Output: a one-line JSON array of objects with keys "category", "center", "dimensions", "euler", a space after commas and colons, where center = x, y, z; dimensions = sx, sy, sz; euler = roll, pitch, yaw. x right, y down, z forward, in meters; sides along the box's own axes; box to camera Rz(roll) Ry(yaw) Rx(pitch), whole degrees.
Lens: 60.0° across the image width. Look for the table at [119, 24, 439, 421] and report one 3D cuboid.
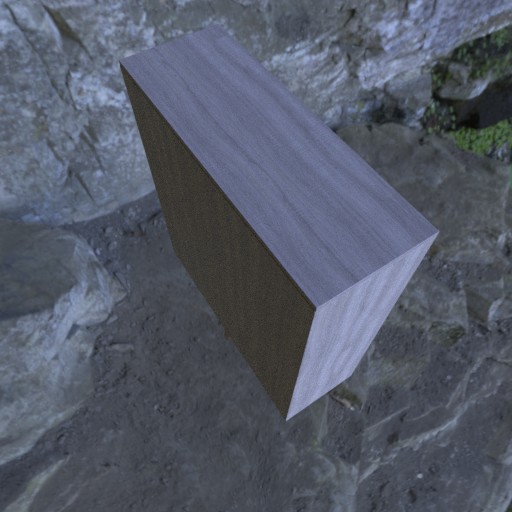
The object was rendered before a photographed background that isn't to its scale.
[{"category": "table", "center": [0.000, 0.000, 1.914], "dimensions": [0.398, 1.388, 1.111], "euler": [-29, 63, -17]}]
